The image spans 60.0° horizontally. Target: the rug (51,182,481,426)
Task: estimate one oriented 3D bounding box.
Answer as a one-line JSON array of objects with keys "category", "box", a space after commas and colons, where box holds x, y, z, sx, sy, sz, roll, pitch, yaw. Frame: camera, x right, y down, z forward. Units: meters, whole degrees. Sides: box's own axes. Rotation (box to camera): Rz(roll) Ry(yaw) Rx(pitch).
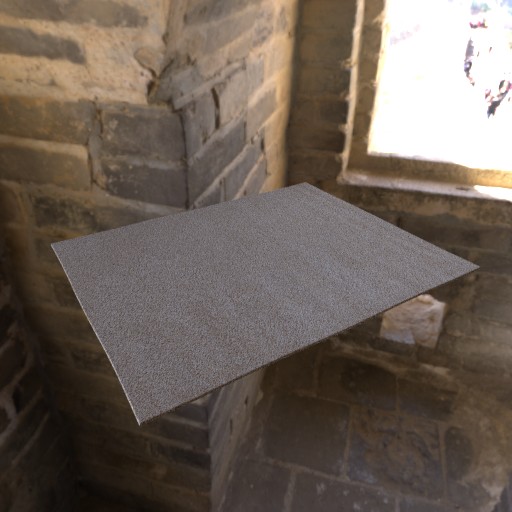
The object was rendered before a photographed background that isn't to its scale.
[{"category": "rug", "box": [0.000, 0.000, 3.948, 3.000, 0.026, 2.400, -18, 34, -28]}]
